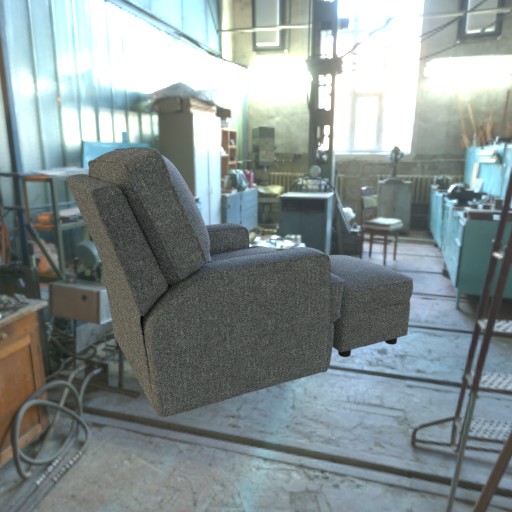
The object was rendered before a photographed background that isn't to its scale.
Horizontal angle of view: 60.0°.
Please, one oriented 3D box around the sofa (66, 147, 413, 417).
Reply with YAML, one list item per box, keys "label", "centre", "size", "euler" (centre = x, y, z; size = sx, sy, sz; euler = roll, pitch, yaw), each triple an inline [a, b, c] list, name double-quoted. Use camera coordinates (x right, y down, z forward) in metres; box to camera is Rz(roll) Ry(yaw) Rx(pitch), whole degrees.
- label: "sofa"
  centre: [0.000, 0.000, 2.017]
  size: [1.472, 0.959, 0.861]
  euler: [-7, 15, -27]
